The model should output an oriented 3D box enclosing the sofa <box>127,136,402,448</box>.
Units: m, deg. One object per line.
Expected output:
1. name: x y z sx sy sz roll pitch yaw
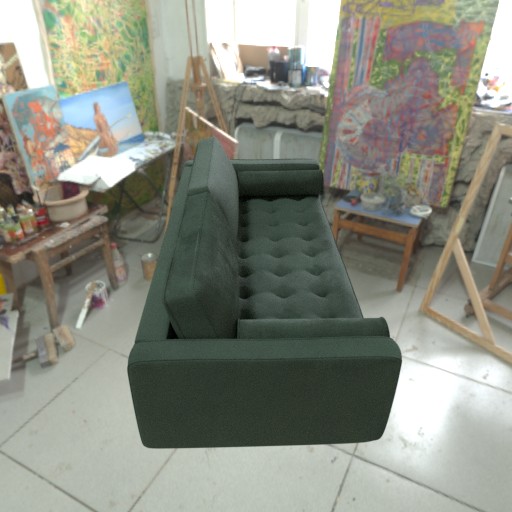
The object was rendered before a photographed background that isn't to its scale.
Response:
1. sofa: 0.000 0.000 2.296 0.916 0.772 1.880 -1 32 -2
